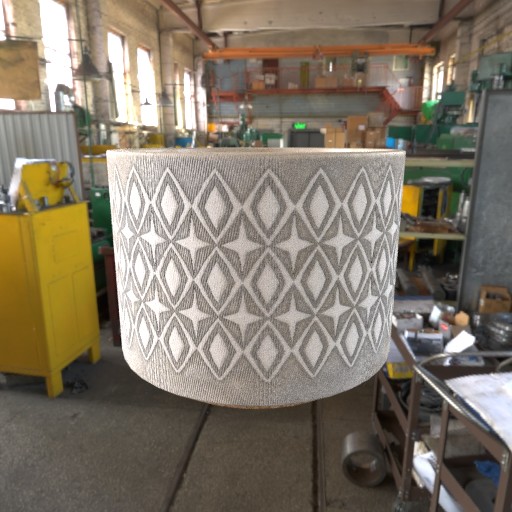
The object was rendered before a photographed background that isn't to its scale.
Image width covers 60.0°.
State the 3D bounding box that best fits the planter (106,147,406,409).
[{"bbox_3d":[0.000,0.000,0.271,0.164,0.127,0.164,0,14,0],"label":"planter"}]
